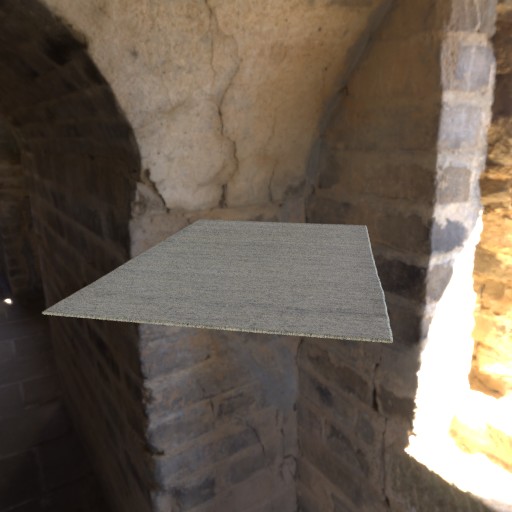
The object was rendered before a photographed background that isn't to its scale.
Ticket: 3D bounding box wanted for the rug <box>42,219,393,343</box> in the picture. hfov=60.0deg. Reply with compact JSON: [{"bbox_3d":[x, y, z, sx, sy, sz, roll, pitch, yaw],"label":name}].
[{"bbox_3d":[0.000,0.000,2.901,1.523,0.017,2.263,3,16,10],"label":"rug"}]
